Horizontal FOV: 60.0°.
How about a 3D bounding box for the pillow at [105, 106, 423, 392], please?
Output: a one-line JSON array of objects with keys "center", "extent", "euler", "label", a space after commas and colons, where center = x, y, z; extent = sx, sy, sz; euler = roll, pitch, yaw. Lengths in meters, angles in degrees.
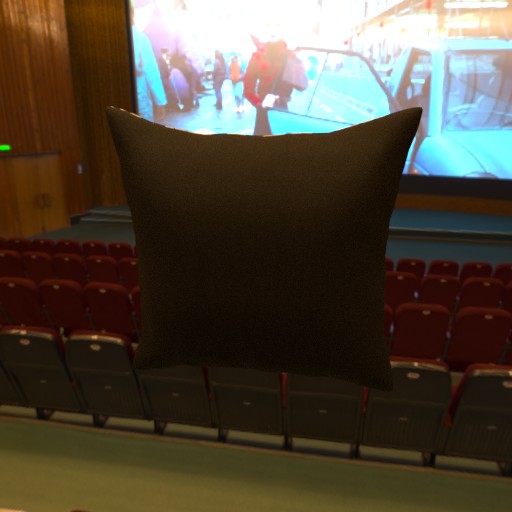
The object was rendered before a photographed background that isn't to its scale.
[{"center": [0.000, 0.000, 0.770], "extent": [0.504, 0.494, 0.188], "euler": [3, 18, 8], "label": "pillow"}]
